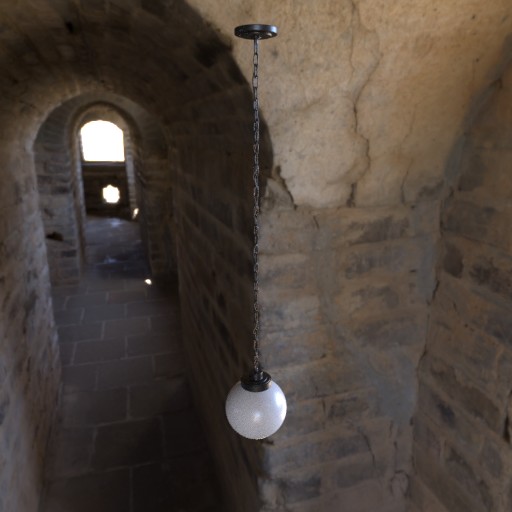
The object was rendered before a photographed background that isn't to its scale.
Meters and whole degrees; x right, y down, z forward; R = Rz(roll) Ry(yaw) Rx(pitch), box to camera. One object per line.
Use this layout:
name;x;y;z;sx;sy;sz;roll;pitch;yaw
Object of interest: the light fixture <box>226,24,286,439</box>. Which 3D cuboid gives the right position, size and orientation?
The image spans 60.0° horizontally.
light fixture;0.000;0.000;2.008;0.304;1.867;0.305;8;18;26
